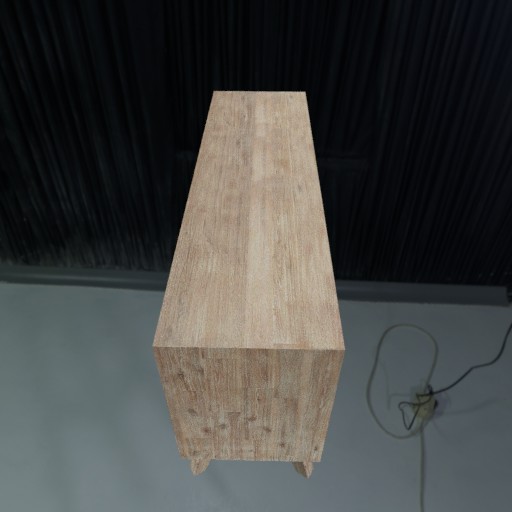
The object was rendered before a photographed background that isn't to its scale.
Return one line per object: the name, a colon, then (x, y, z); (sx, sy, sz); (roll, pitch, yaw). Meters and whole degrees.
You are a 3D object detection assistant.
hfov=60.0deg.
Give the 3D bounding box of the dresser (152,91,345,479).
dresser: (0.000, 0.000, 1.889); (0.455, 0.805, 1.554); (1, 42, 1)
